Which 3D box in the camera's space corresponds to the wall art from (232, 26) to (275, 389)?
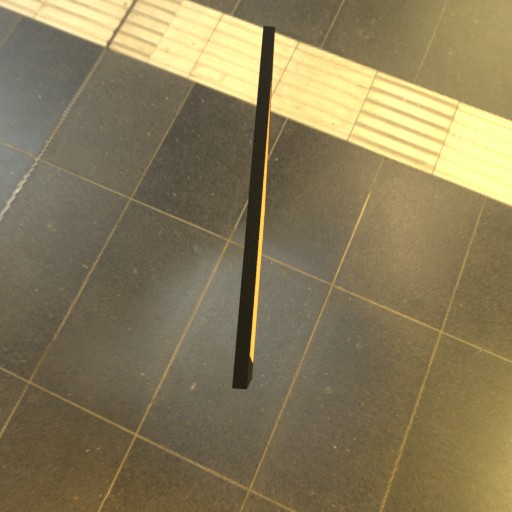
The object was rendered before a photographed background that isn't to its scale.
[{"bbox_3d":[0.000,0.000,0.595,0.011,0.459,0.326,4,75,1],"label":"wall art"}]
